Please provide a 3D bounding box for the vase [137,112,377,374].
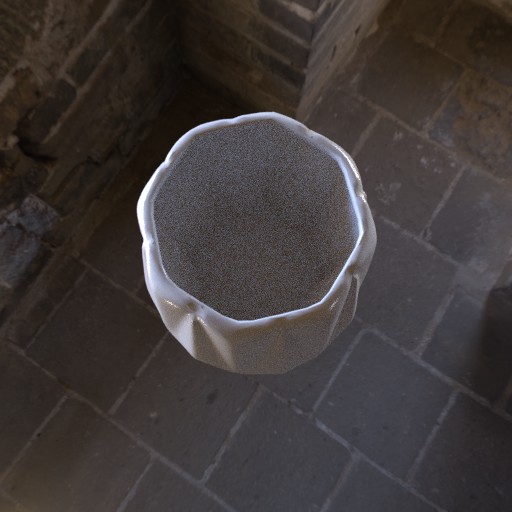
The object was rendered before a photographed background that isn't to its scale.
[{"bbox_3d":[0.000,0.000,0.267,0.141,0.152,0.141,0,76,0],"label":"vase"}]
